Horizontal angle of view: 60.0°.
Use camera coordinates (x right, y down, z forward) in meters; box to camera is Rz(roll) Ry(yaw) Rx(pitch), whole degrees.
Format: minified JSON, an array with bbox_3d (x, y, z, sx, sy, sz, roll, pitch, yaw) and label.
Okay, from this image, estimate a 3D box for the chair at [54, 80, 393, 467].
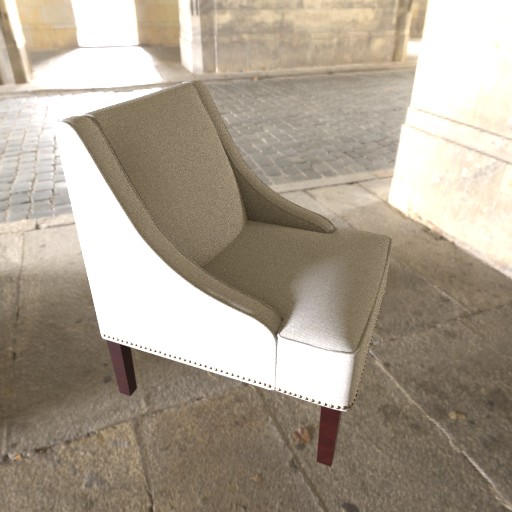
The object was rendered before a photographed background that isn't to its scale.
[{"bbox_3d":[0.000,0.000,1.330,0.748,0.872,0.628,12,32,19],"label":"chair"}]
